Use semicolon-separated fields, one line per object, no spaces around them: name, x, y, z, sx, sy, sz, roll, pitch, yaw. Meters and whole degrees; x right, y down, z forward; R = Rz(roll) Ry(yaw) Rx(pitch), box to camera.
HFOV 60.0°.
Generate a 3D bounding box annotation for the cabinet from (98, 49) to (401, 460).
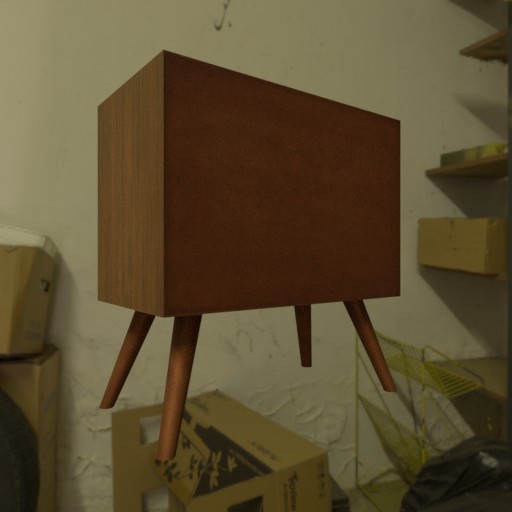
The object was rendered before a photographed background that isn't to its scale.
cabinet;0.000;0.000;1.169;0.712;0.748;0.388;0;0;-37
